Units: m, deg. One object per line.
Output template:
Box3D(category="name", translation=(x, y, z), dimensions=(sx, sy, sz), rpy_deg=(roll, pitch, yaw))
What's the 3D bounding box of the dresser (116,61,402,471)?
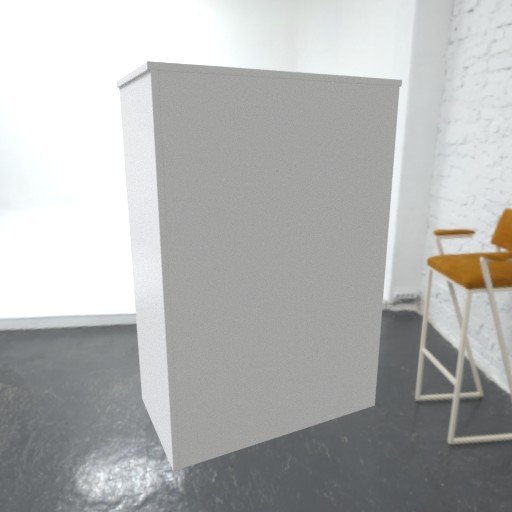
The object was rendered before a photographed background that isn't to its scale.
Box3D(category="dresser", translation=(0.000, 0.000, 1.380), dimensions=(0.704, 1.021, 0.401), rpy_deg=(-7, 16, -25))
